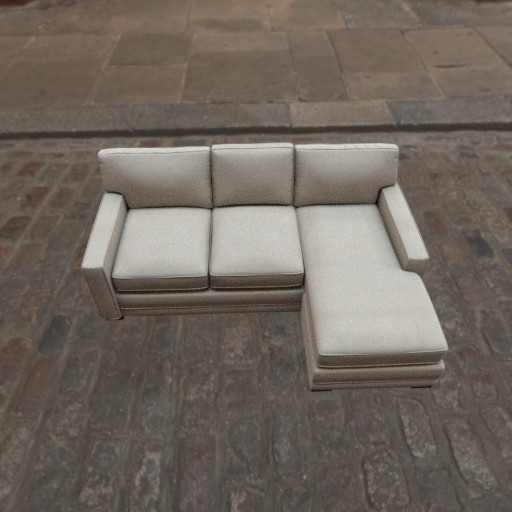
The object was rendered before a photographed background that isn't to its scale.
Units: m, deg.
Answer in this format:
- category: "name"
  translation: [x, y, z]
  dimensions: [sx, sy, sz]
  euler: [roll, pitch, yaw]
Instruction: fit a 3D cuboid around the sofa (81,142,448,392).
- category: "sofa"
  translation: [0.000, 0.000, 2.840]
  dimensions: [2.087, 0.861, 1.496]
  euler: [-2, 46, -1]
